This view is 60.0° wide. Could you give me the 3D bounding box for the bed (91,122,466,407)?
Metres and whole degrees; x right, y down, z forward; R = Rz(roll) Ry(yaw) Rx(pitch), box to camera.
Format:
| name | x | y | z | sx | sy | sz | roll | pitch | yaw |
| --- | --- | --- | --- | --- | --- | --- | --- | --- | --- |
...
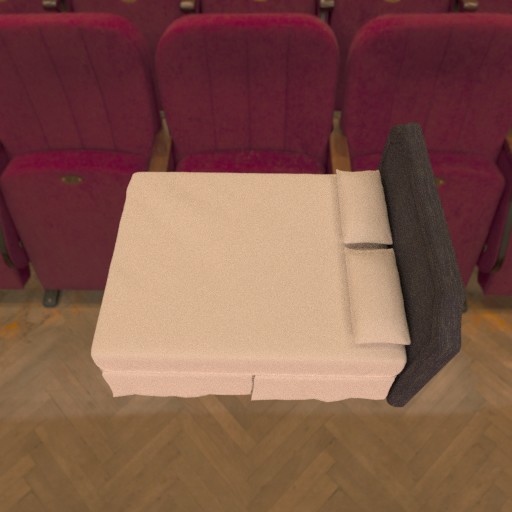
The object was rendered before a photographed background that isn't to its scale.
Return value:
| name | x | y | z | sx | sy | sz | roll | pitch | yaw |
| --- | --- | --- | --- | --- | --- | --- | --- | --- | --- |
| bed | 0.000 | 0.000 | 3.057 | 2.116 | 1.290 | 1.693 | 1 | 57 | 1 |
